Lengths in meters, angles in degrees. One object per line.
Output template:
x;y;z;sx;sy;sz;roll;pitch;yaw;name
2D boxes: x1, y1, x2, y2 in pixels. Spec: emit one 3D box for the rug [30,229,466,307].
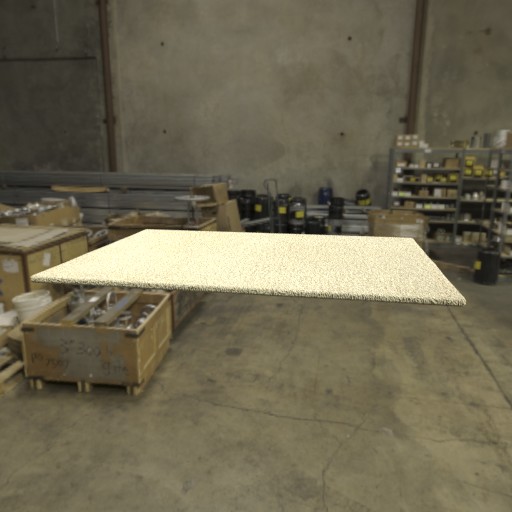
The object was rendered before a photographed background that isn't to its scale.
0.000;0.000;2.346;1.778;0.030;1.219;2;13;10;rug
